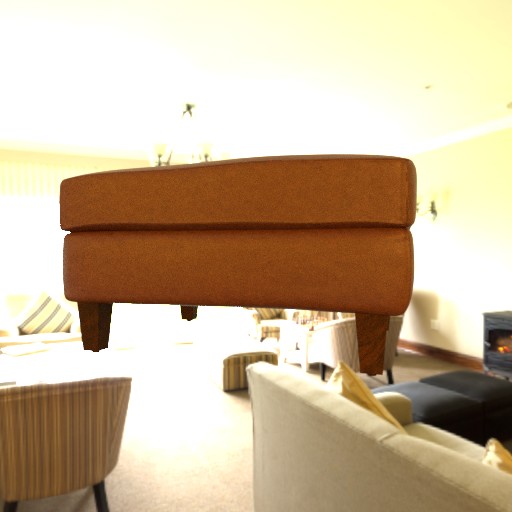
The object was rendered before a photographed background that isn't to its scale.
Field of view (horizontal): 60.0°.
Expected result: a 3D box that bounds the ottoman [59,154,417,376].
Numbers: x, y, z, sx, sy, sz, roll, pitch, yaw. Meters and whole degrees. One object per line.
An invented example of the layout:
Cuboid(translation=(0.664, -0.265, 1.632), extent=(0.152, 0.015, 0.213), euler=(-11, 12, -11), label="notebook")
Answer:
Cuboid(translation=(0.000, 0.000, 1.269), extent=(0.851, 0.485, 0.650), euler=(0, 1, 18), label="ottoman")
